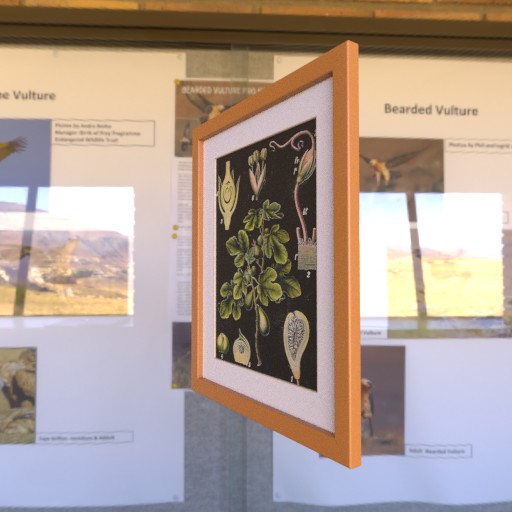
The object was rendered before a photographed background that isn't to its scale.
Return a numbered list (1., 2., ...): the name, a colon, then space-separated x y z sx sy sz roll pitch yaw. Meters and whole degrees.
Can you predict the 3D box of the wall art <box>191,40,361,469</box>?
1. wall art: 0.000 0.000 0.521 0.015 0.379 0.310 1 -2 -35
